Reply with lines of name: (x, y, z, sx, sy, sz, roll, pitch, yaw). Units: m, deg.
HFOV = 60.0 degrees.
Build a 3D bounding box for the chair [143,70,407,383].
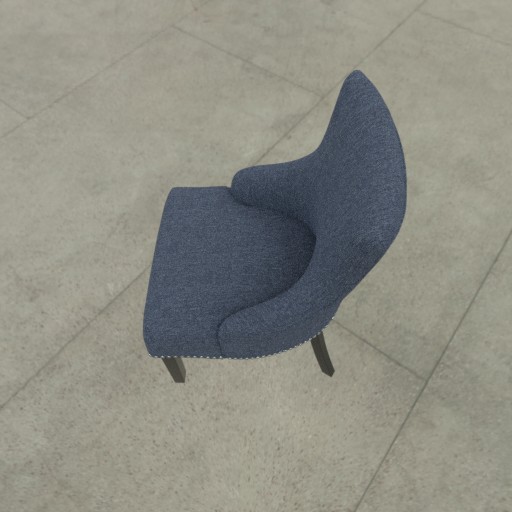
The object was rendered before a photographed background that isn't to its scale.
chair: (0.000, 0.000, 1.307, 0.629, 0.909, 0.566, 2, 58, 1)
